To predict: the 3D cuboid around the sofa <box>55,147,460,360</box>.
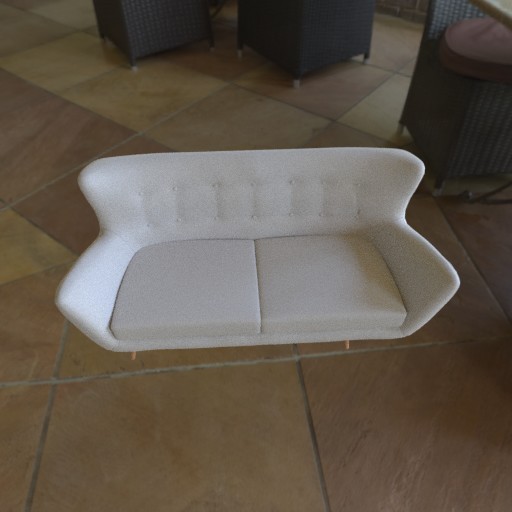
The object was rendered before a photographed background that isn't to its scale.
[{"bbox_3d":[0.000,0.000,2.481,1.930,0.890,0.899,-2,46,-2],"label":"sofa"}]
